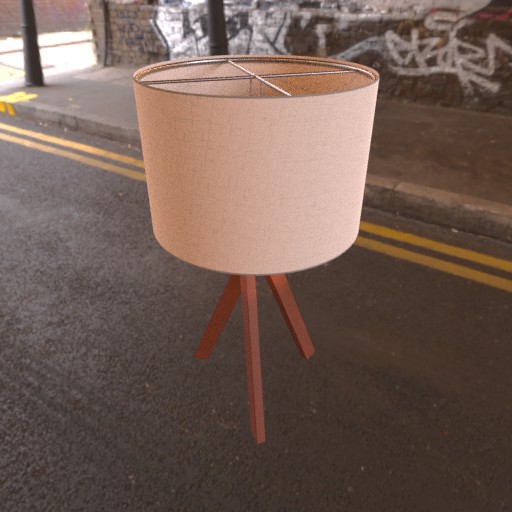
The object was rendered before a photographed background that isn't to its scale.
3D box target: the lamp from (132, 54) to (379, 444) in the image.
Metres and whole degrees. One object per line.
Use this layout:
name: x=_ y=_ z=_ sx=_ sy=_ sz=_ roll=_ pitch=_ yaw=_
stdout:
lamp: x=0.000 y=0.000 z=0.878 sx=0.380 sy=0.686 sz=0.380 roll=-9 pitch=33 yaw=-15
